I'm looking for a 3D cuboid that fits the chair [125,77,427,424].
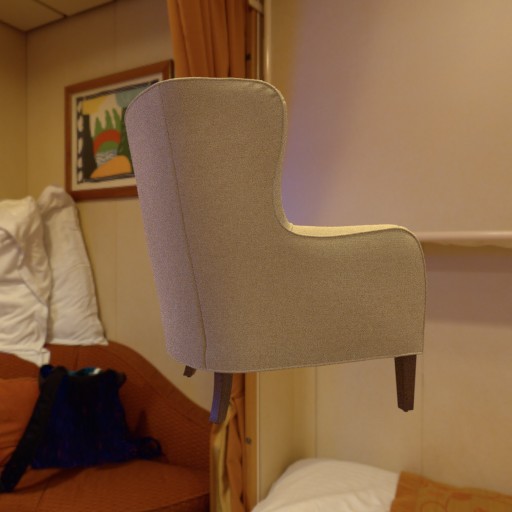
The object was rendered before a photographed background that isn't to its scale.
[{"bbox_3d":[0.000,0.000,1.701,0.966,1.040,0.838,0,0,-18],"label":"chair"}]
